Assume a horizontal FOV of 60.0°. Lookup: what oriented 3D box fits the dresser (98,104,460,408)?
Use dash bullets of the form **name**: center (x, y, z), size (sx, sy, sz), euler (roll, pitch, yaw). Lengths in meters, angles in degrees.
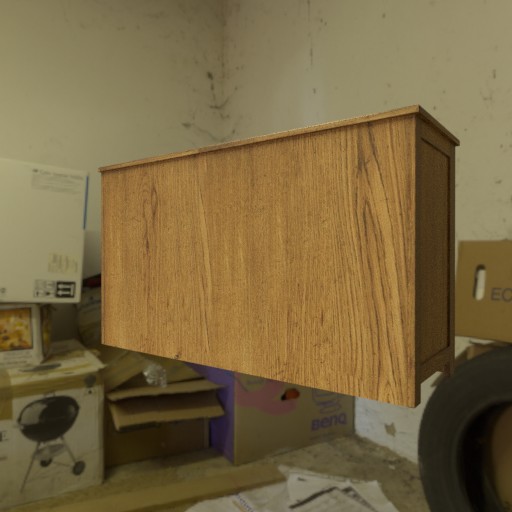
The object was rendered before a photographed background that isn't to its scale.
- **dresser**: center (0.000, 0.000, 2.066), size (1.657, 0.932, 0.563), euler (0, 0, 37)
